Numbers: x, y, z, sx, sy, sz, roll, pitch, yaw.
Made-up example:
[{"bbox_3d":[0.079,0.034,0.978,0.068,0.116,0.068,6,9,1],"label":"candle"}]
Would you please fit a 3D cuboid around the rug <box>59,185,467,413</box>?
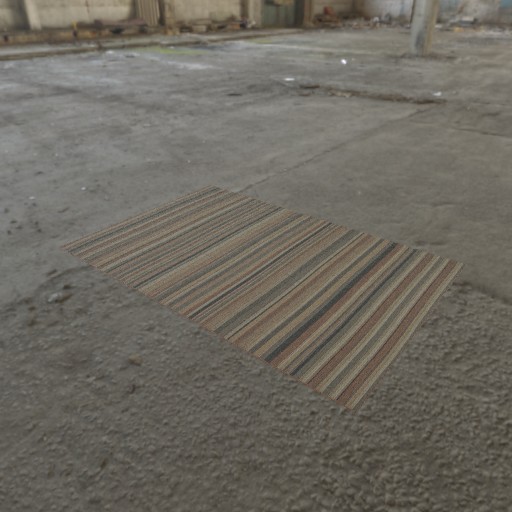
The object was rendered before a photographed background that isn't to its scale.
[{"bbox_3d":[0.000,0.000,2.382,1.829,0.008,1.219,22,37,33],"label":"rug"}]
